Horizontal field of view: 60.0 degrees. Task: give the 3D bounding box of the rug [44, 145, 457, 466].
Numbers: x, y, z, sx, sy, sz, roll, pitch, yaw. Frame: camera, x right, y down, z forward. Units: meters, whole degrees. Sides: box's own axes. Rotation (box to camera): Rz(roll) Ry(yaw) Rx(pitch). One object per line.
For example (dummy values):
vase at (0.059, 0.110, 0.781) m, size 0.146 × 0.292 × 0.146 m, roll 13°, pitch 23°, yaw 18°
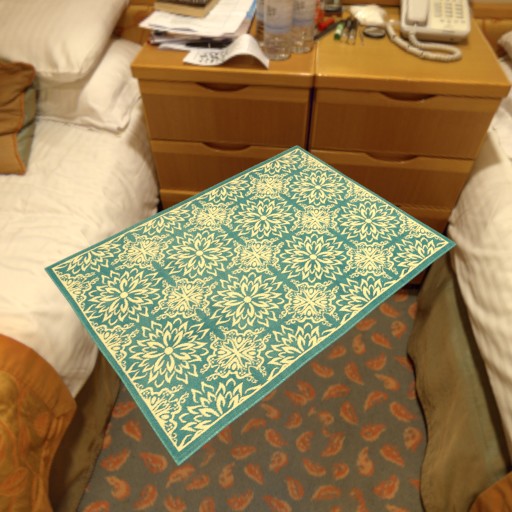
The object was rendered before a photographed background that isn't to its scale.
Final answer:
rug at (0.000, 0.000, 2.885) m, size 2.205 × 0.012 × 1.554 m, roll -31°, pitch 54°, yaw -26°
